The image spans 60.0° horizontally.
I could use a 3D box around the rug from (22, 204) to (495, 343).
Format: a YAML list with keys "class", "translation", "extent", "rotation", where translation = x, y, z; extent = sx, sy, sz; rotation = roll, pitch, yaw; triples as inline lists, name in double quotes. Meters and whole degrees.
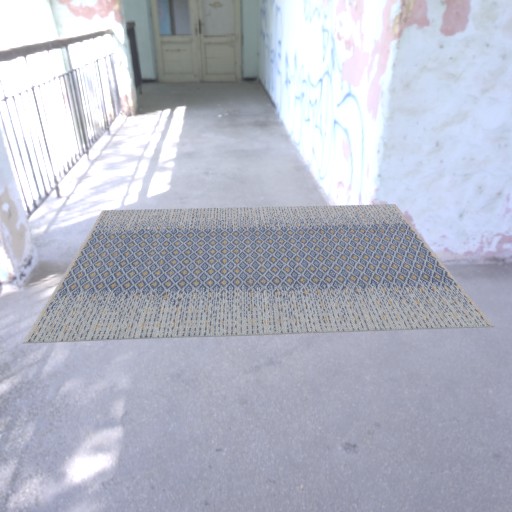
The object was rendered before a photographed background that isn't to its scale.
- class: "rug"
  translation: [0.000, 0.000, 2.239]
  extent: [1.828, 0.005, 1.219]
  rotation: [-2, 30, -3]
